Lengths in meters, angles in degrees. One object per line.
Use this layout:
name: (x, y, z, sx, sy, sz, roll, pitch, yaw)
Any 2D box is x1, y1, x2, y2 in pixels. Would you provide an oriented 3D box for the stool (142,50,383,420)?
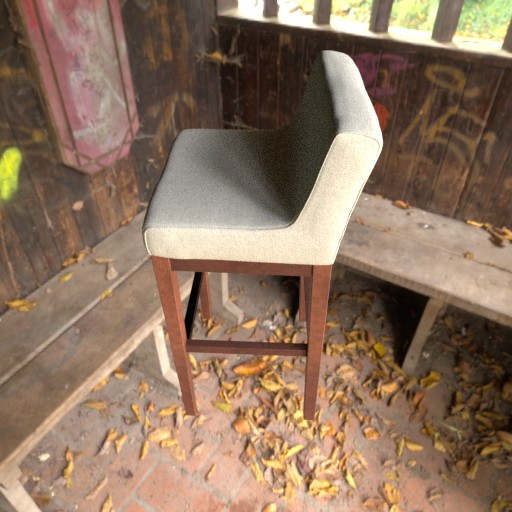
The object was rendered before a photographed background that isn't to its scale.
stool: (0.000, 0.000, 1.322, 0.500, 1.037, 0.511, 1, 40, 2)
